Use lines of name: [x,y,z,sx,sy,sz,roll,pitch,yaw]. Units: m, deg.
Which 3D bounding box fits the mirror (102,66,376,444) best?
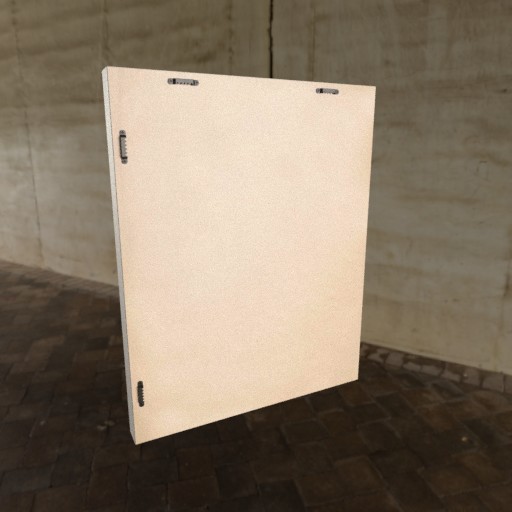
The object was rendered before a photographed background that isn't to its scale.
mirror: [0.000,0.000,0.679,0.405,0.508,0.041,-7,16,-26]
